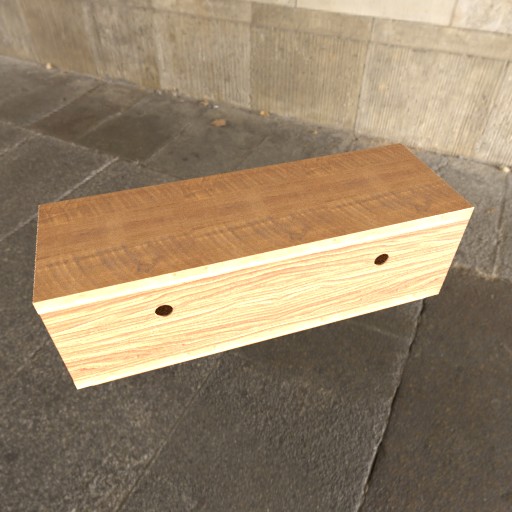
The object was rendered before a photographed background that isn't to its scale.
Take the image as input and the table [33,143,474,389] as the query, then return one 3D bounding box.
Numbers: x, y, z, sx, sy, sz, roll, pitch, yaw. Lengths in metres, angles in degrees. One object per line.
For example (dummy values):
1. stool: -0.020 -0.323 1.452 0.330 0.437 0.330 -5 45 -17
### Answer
1. table: 0.000 0.000 1.773 1.499 0.491 0.499 -12 44 -13
